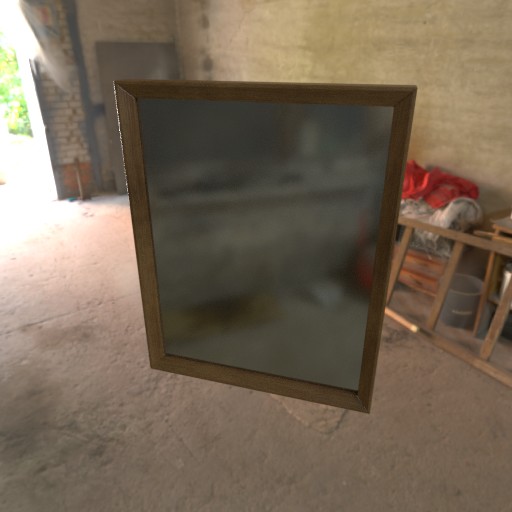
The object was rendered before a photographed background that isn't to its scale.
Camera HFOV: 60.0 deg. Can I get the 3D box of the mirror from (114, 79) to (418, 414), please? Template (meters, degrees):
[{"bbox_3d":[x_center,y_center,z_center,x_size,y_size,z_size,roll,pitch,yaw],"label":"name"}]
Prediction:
[{"bbox_3d":[0.000,0.000,0.696,0.406,0.509,0.041,7,26,15],"label":"mirror"}]
